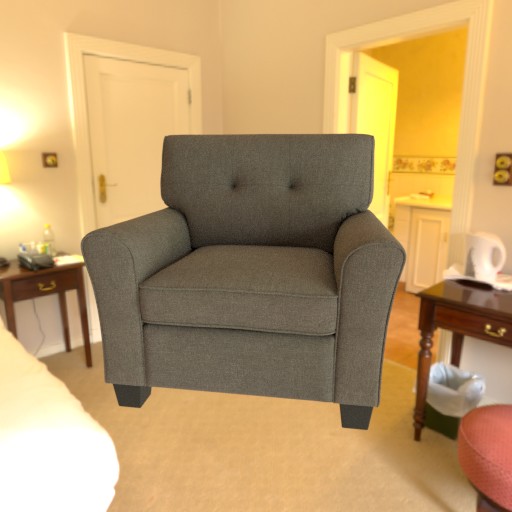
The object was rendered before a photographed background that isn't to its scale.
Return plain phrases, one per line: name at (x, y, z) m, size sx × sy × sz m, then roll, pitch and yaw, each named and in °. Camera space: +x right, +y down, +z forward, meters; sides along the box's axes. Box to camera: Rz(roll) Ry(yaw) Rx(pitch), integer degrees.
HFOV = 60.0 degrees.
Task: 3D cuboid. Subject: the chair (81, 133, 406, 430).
chair at (0.000, 0.000, 1.641) m, size 0.941 × 0.890 × 0.816 m, roll 2°, pitch 13°, yaw 9°
